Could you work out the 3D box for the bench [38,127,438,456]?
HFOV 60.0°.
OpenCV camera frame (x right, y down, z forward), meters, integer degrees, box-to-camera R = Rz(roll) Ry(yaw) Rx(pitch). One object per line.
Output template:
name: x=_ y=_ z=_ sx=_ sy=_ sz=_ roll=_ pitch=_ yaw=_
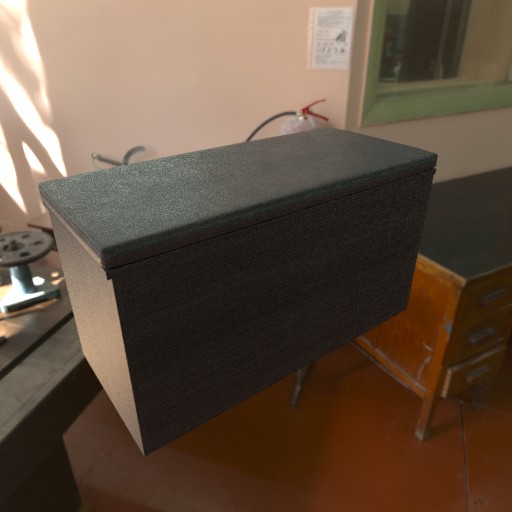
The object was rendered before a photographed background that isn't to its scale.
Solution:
bench: x=0.000 y=0.000 z=1.186 sx=0.905 sy=0.501 sz=0.401 roll=-20 pitch=35 yaw=-31
